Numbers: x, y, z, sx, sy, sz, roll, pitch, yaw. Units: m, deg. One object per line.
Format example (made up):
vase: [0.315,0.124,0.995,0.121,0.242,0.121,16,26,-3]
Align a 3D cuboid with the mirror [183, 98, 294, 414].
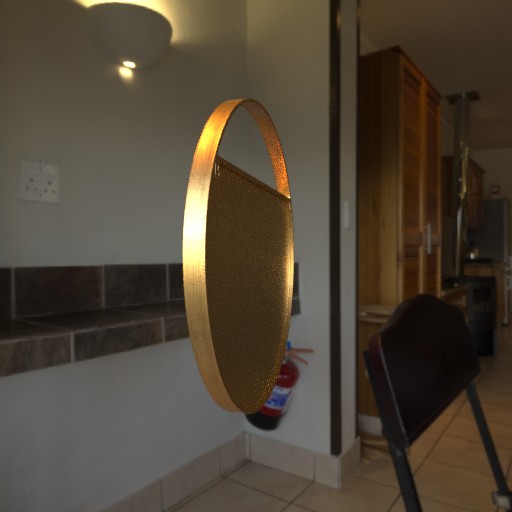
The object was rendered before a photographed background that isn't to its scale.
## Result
mirror: [0.000,0.000,0.843,0.032,0.565,0.565,0,0,17]
